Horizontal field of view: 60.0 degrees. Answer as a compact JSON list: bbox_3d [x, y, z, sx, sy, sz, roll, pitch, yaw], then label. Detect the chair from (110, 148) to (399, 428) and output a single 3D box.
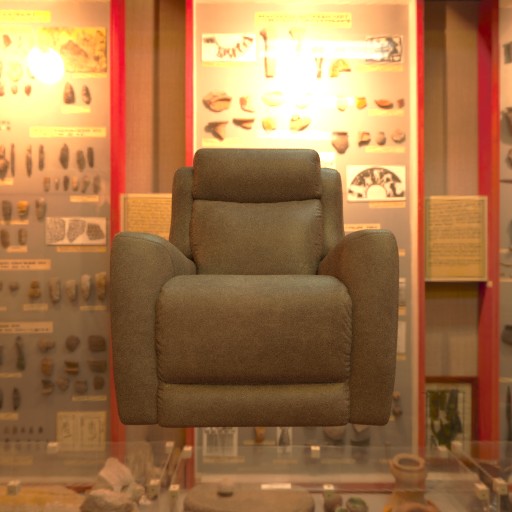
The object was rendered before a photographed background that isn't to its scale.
[{"bbox_3d":[0.000,0.000,1.928,0.965,1.116,1.068,0,1,1],"label":"chair"}]
